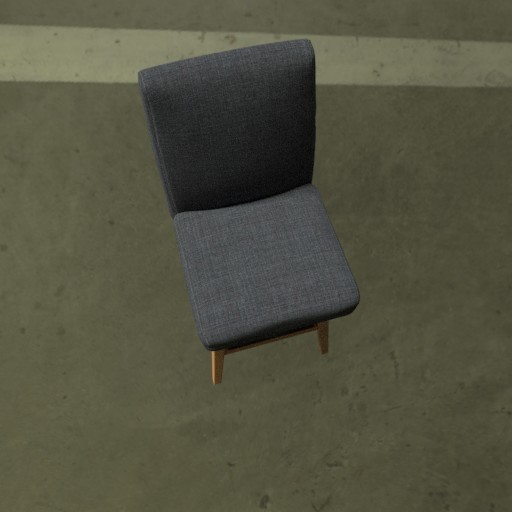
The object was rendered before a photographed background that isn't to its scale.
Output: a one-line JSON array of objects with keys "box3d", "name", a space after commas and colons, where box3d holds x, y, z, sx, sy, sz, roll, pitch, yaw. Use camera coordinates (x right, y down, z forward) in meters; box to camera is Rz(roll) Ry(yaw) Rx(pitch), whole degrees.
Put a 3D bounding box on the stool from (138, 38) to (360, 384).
[{"box3d": [0.000, 0.000, 1.403, 0.483, 1.112, 0.570, -14, 65, -7], "name": "stool"}]
